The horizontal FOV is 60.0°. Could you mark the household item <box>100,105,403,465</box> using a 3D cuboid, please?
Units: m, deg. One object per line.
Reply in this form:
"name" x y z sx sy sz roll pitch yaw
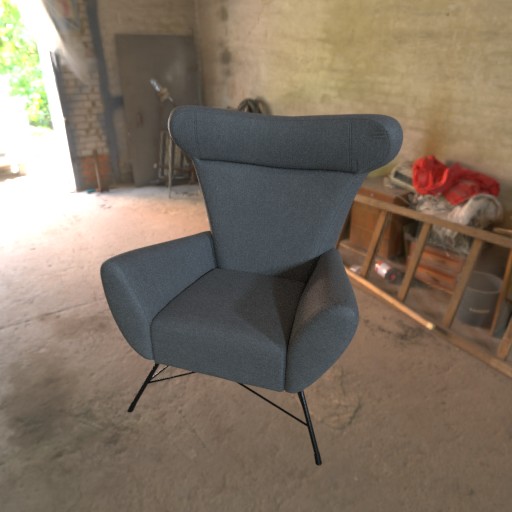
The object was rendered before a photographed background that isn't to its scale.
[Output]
"household item" 0.000 0.000 1.763 0.980 1.050 0.900 8 27 17
